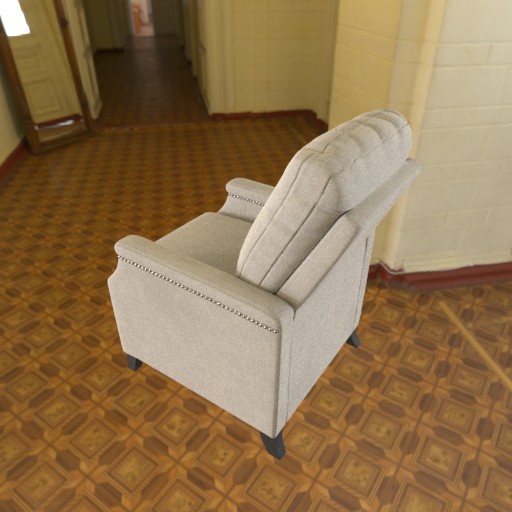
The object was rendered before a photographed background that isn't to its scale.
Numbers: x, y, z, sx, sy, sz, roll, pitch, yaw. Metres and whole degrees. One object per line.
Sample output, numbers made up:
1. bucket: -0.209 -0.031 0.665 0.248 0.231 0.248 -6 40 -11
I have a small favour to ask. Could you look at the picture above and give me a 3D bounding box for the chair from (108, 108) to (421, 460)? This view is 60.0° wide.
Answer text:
1. chair: 0.000 0.000 1.621 0.922 1.049 0.710 20 37 28
